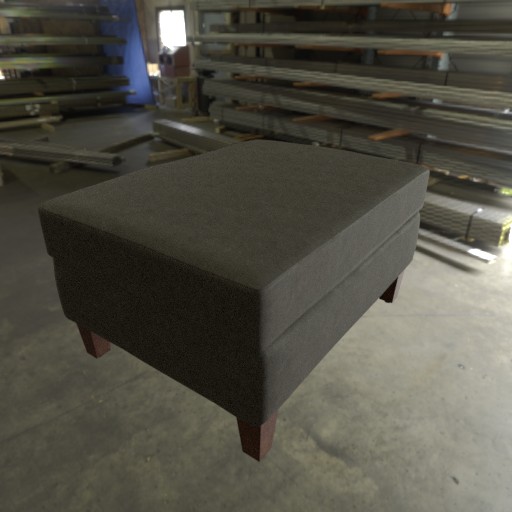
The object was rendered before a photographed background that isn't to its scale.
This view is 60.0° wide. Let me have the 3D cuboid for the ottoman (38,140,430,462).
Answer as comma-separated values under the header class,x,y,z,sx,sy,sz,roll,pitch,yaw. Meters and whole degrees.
class,x,y,z,sx,sy,sz,roll,pitch,yaw
ottoman,0.000,0.000,1.205,0.639,0.464,0.839,18,32,32
